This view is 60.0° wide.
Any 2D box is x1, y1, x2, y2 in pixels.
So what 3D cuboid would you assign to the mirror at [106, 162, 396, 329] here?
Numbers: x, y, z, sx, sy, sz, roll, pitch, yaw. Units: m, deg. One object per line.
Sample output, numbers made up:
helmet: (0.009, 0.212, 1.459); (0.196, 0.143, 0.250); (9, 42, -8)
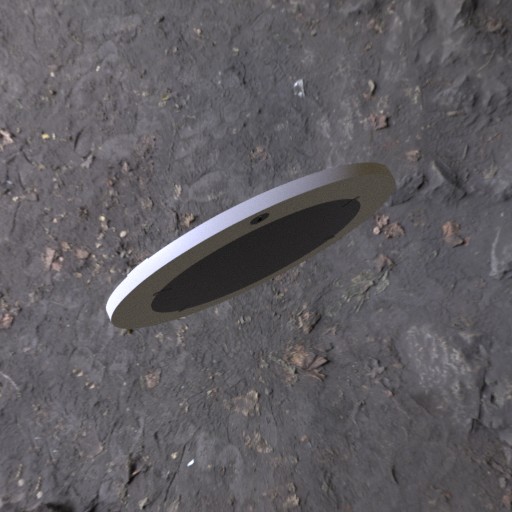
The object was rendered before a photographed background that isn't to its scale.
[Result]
mirror: (0.000, 0.000, 1.354); (0.914, 0.914, 0.038); (-26, 78, -6)
